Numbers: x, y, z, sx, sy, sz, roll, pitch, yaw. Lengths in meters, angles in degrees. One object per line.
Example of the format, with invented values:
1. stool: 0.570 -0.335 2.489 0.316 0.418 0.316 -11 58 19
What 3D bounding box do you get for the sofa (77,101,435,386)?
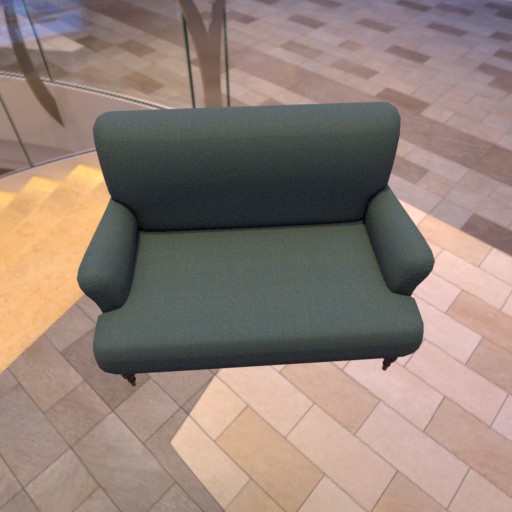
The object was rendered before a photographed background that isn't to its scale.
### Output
1. sofa: 0.000 0.000 1.780 1.297 0.889 0.779 -3 48 -3
